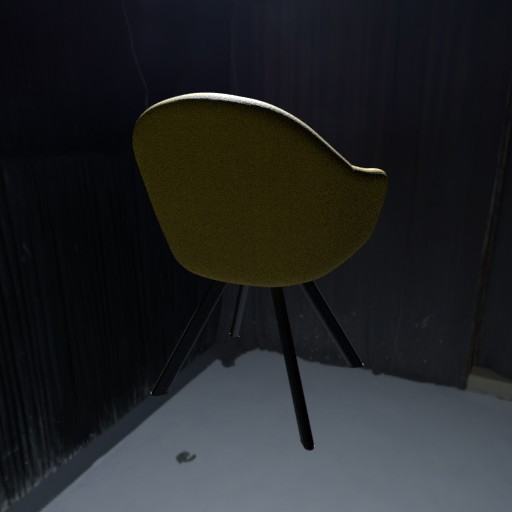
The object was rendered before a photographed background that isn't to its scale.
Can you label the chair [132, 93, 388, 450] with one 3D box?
[{"bbox_3d":[0.000,0.000,1.193,0.590,0.795,0.550,8,18,27],"label":"chair"}]
